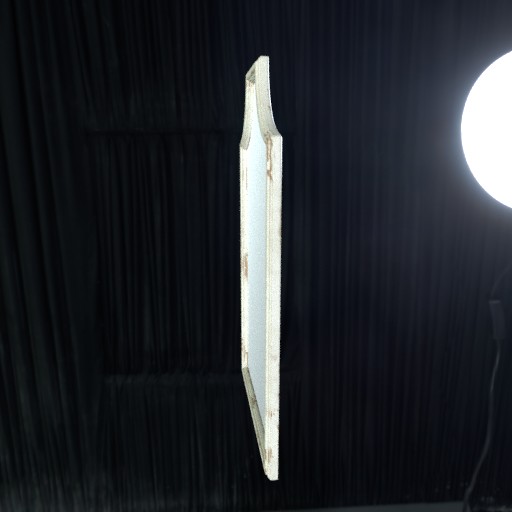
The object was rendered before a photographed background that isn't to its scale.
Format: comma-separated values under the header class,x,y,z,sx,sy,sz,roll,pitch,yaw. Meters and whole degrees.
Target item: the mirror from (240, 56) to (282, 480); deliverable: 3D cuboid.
class,x,y,z,sx,sy,sz,roll,pitch,yaw
mirror,0.000,0.000,0.890,0.022,0.717,0.403,-2,13,-8
